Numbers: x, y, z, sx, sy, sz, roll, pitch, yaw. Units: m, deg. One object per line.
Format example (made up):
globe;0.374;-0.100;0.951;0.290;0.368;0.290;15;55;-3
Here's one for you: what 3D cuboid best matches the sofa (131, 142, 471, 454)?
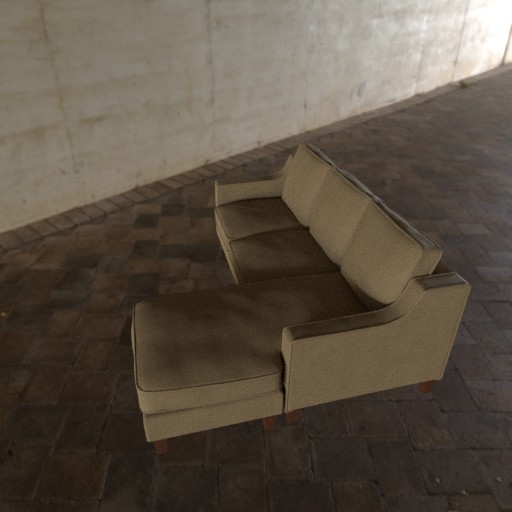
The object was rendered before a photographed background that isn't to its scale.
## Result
sofa;0.000;0.000;3.322;1.858;1.066;2.317;-8;32;-12
